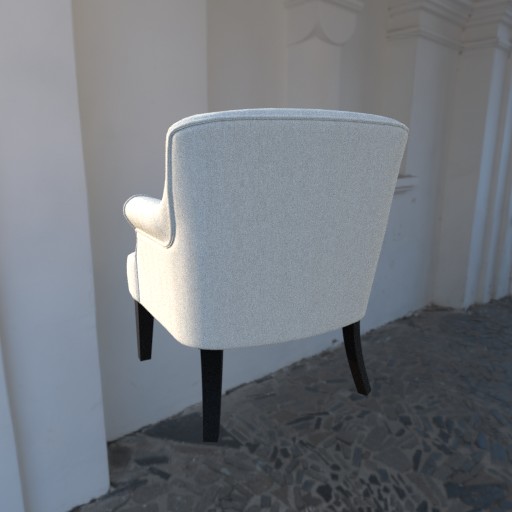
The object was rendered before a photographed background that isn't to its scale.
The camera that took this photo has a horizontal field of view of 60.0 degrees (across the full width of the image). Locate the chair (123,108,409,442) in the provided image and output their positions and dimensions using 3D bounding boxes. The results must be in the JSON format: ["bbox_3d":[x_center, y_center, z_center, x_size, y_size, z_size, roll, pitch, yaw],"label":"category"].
[{"bbox_3d":[0.000,0.000,1.475,0.781,0.875,0.750,-7,15,-26],"label":"chair"}]
